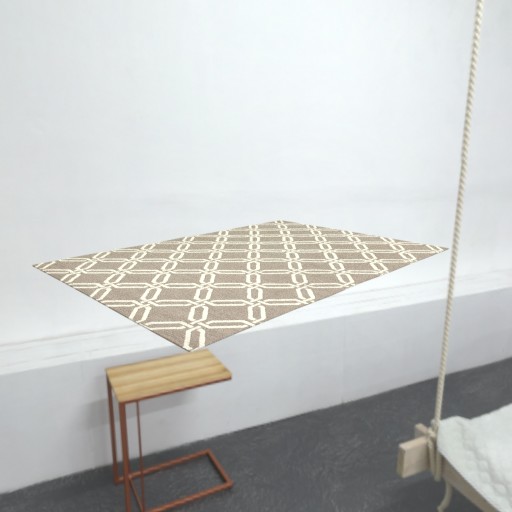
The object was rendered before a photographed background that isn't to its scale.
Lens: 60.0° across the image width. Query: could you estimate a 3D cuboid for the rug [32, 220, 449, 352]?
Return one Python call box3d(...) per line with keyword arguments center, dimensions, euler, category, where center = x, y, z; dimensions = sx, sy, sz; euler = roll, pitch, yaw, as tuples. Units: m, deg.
box3d(center=(0.000, 0.000, 4.412), dimensions=(3.419, 0.020, 2.441), euler=(-14, 20, -43), category="rug")
